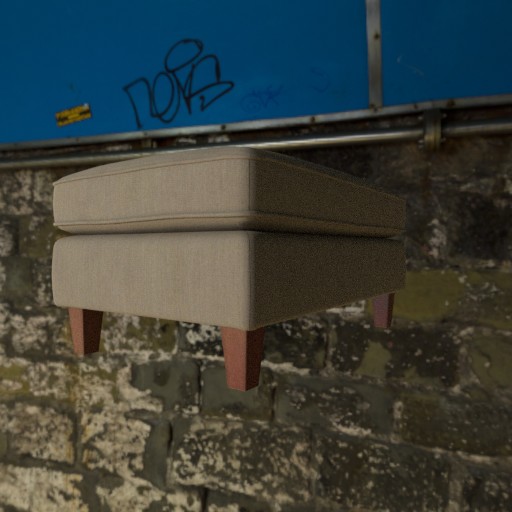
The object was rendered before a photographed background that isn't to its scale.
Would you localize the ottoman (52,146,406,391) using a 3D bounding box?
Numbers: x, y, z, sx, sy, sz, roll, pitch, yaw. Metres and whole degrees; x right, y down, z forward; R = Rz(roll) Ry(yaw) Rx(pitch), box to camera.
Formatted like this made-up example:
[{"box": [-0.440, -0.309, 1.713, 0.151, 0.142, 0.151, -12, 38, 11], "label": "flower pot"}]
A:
[{"box": [0.000, 0.000, 1.301, 0.636, 0.480, 0.941, 1, 1, 35], "label": "ottoman"}]
